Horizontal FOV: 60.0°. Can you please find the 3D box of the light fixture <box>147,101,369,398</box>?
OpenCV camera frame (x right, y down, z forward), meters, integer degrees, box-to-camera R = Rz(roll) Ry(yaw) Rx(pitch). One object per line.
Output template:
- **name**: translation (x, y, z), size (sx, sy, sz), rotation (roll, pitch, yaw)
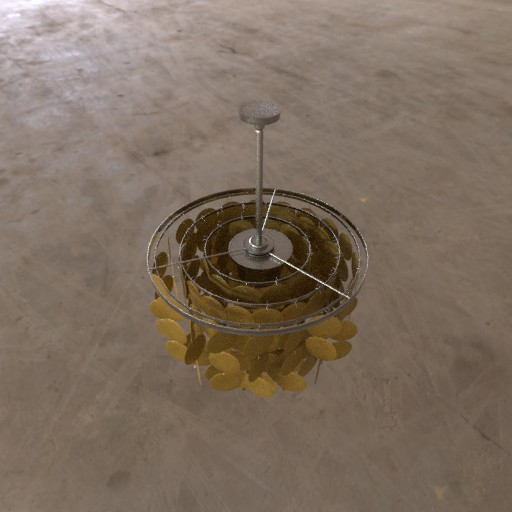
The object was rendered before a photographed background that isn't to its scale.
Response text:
- **light fixture**: translation (0.000, 0.000, 0.729), size (0.368, 0.492, 0.368), rotation (0, 41, 0)
